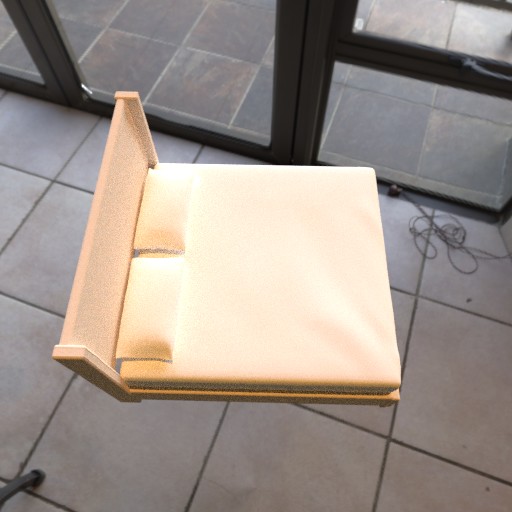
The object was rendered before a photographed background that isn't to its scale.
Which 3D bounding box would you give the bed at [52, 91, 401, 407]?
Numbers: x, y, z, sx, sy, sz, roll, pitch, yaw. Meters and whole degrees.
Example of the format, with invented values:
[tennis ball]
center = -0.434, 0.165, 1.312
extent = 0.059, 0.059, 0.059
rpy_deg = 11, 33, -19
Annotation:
[bed]
center = 0.000, 0.000, 3.661
extent = 2.293, 1.471, 2.145
rpy_deg = 1, 62, 1
